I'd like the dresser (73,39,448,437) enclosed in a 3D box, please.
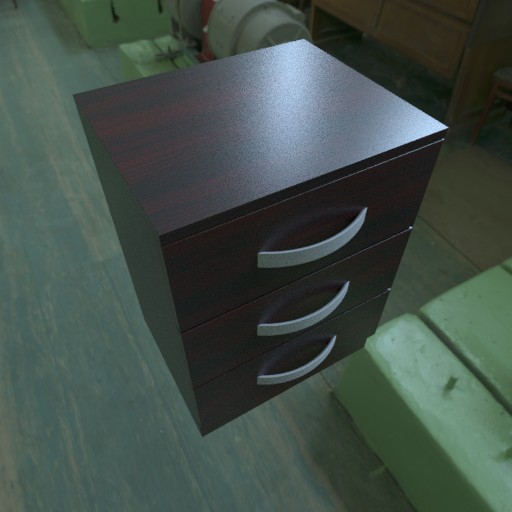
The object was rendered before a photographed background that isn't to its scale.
[{"bbox_3d":[0.000,0.000,0.803,0.400,0.560,0.360,-23,51,-20],"label":"dresser"}]
